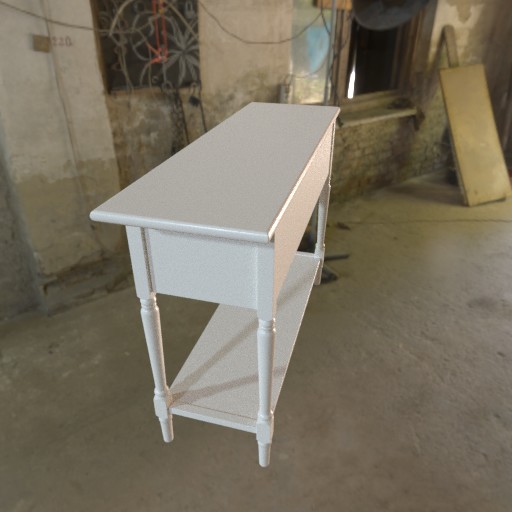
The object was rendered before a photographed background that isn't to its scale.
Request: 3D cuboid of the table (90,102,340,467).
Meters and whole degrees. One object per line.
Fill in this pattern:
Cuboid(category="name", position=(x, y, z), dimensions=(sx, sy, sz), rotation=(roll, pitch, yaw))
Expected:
Cuboid(category="table", position=(0.000, 0.000, 1.571), dimensions=(0.386, 0.814, 1.191), rotation=(8, 31, 14))
